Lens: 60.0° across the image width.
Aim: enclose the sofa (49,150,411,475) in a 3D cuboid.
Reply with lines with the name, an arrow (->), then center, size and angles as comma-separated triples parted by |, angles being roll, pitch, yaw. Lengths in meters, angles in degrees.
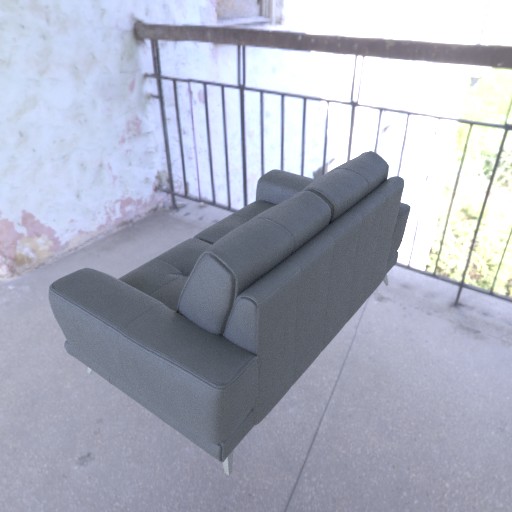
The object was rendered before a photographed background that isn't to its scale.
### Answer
sofa -> 0.000, 0.000, 2.327 | 1.018, 0.907, 1.806 | 21, 38, 30
